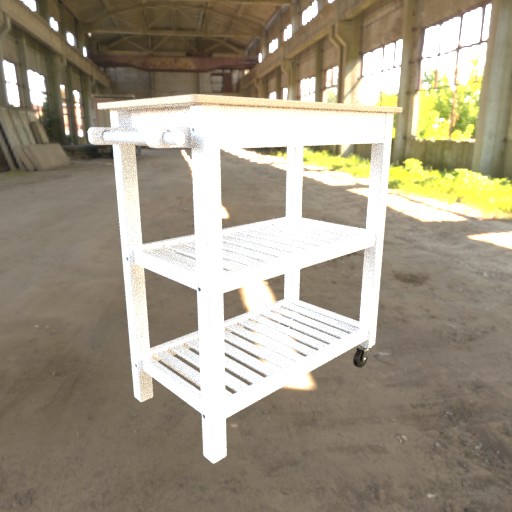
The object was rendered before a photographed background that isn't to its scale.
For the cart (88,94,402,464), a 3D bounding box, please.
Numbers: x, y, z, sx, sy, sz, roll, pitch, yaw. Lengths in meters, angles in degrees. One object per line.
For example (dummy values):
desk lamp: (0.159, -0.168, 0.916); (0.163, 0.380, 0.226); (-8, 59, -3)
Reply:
cart: (0.000, 0.000, 1.438); (0.899, 0.927, 0.457); (-15, 21, -41)
